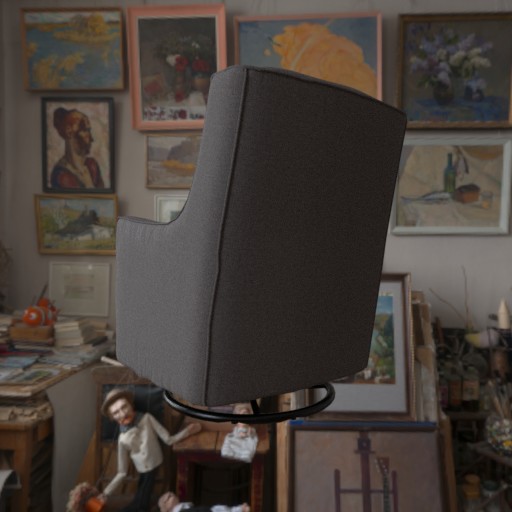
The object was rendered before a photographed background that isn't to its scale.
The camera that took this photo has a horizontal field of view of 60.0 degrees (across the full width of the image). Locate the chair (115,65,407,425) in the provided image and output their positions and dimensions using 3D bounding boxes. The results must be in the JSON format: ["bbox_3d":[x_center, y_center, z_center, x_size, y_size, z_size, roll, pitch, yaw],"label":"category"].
[{"bbox_3d":[0.000,0.000,1.570,0.732,0.993,0.879,0,1,-37],"label":"chair"}]
